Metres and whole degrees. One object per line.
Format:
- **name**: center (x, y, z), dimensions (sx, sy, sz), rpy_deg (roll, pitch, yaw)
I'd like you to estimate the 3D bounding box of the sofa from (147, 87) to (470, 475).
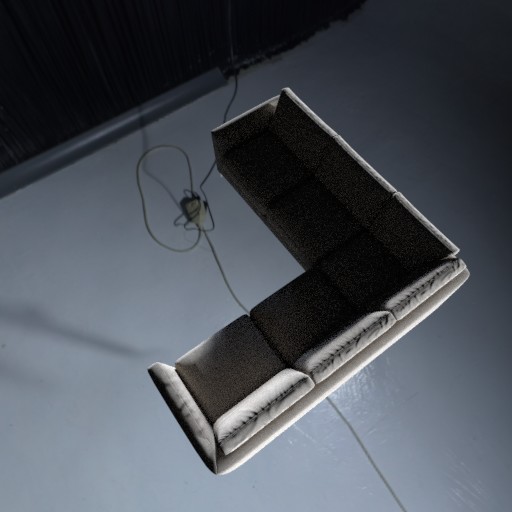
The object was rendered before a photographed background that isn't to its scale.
- **sofa**: center (0.000, 0.000, 3.738), dimensions (2.438, 0.864, 2.438), rpy_deg (-33, 68, -16)
